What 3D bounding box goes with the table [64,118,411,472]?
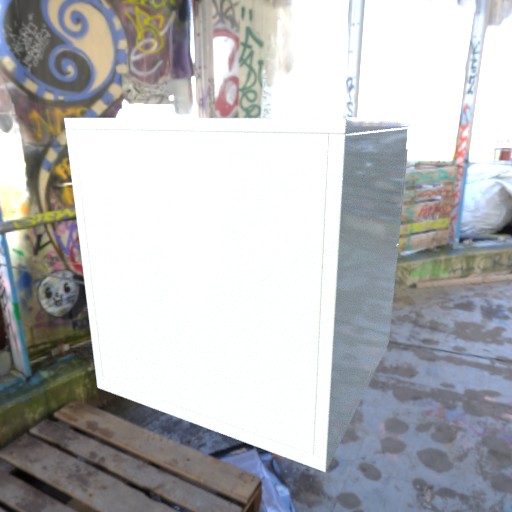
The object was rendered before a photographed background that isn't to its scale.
[{"bbox_3d":[0.000,0.000,0.790,0.420,0.470,0.400,9,19,26],"label":"table"}]
